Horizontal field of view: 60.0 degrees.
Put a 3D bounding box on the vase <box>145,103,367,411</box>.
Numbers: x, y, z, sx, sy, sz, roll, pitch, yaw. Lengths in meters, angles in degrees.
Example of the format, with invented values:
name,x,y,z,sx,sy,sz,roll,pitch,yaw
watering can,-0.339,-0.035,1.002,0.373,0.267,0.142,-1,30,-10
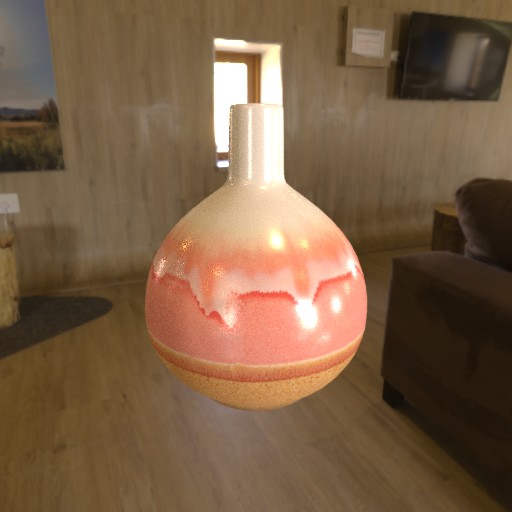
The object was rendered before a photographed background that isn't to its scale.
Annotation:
name,x,y,z,sx,sy,sz,roll,pitch,yaw
vase,0.000,0.000,0.272,0.137,0.176,0.137,0,16,0
